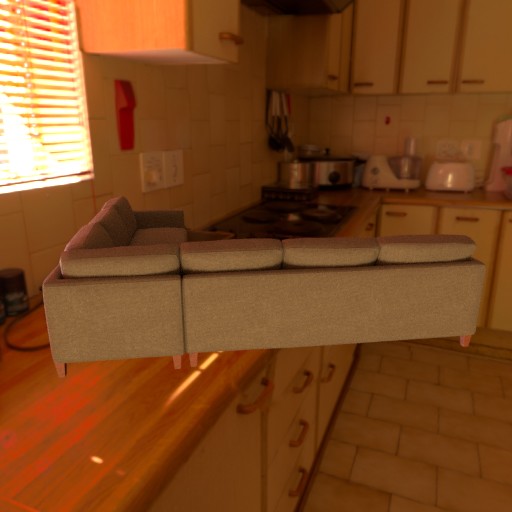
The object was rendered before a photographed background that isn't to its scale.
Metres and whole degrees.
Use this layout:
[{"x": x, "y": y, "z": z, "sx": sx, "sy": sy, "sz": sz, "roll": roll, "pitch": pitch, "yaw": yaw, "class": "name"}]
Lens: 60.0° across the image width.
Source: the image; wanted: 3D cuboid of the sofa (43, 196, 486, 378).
[{"x": 0.000, "y": 0.000, "z": 4.453, "sx": 3.302, "sy": 0.947, "sz": 2.593, "roll": -2, "pitch": 17, "yaw": -8, "class": "sofa"}]
